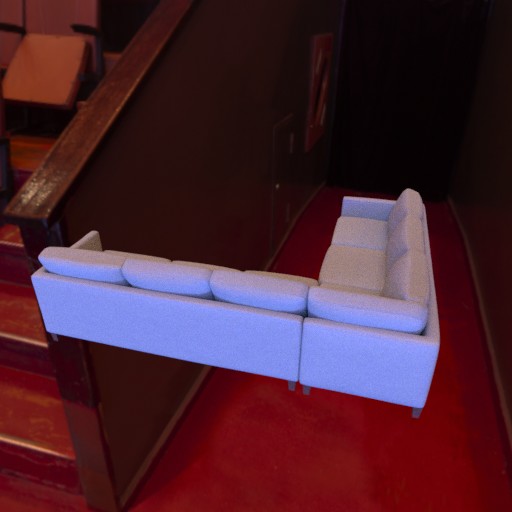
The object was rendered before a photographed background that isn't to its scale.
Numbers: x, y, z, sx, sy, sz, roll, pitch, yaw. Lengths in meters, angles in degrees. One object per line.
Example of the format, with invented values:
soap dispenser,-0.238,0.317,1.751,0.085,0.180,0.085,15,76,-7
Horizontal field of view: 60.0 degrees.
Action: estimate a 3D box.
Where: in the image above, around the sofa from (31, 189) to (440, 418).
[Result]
sofa,0.000,0.000,4.507,3.301,0.947,2.592,8,30,14
